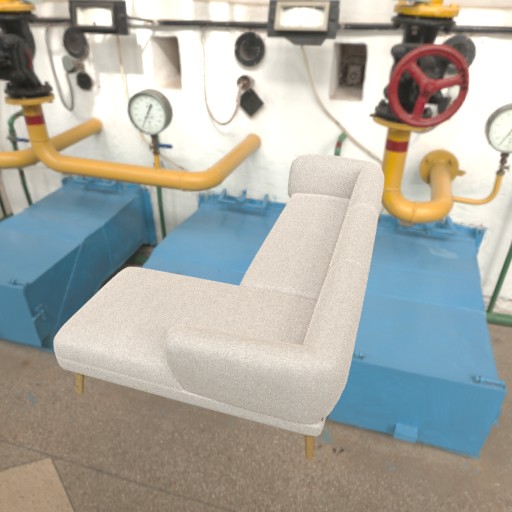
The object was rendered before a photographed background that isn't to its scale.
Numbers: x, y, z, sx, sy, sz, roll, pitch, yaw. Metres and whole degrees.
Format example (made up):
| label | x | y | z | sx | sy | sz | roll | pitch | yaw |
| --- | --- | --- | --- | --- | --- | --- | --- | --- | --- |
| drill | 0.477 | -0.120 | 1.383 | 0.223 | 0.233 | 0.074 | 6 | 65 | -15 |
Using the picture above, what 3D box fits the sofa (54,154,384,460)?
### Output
| label | x | y | z | sx | sy | sz | roll | pitch | yaw |
| --- | --- | --- | --- | --- | --- | --- | --- | --- | --- |
| sofa | 0.000 | 0.000 | 3.217 | 1.610 | 0.730 | 2.660 | 10 | 33 | 15 |
